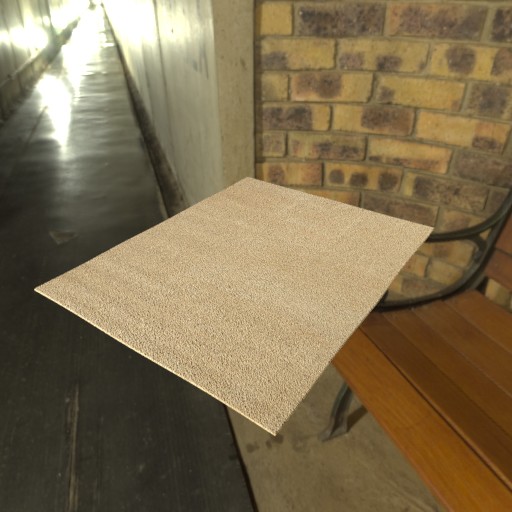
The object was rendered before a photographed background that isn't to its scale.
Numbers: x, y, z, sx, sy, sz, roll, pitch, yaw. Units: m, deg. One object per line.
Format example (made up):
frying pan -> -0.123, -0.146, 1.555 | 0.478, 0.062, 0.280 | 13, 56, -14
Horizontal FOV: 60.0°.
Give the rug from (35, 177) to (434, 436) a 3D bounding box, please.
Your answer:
rug -> 0.000, 0.000, 4.142 | 2.400, 0.025, 3.000 | 21, 38, 29
